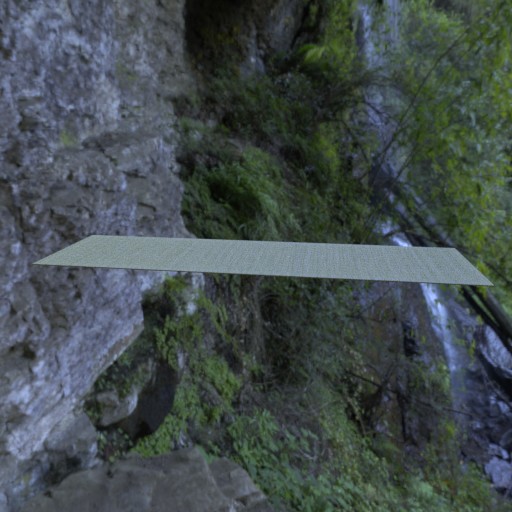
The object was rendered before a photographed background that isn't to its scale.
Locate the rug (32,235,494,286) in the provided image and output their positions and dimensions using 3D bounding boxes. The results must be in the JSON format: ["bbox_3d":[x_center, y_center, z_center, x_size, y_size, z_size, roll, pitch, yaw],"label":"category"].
[{"bbox_3d":[0.000,0.000,2.643,2.437,0.006,0.686,2,17,8],"label":"rug"}]
